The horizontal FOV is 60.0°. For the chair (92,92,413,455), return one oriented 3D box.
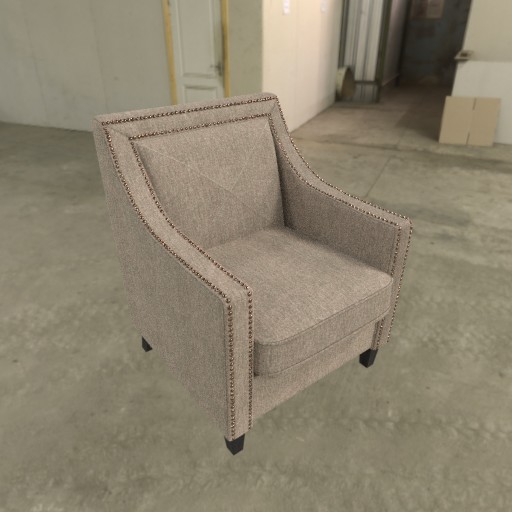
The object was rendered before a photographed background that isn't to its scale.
[{"bbox_3d":[0.000,0.000,1.634,0.776,0.967,0.884,-21,36,-32],"label":"chair"}]
